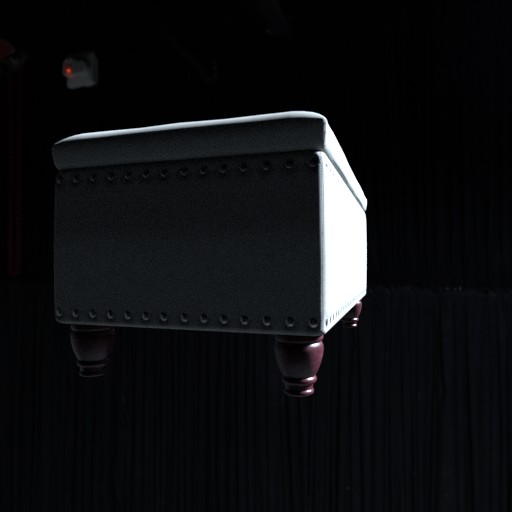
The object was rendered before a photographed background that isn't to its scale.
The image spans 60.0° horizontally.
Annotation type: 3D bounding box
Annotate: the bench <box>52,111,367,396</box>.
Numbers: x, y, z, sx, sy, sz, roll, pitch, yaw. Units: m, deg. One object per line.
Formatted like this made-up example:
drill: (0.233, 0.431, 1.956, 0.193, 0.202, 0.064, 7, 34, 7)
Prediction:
bench: (0.000, 0.000, 1.141, 0.500, 0.449, 0.887, 0, -1, 18)
